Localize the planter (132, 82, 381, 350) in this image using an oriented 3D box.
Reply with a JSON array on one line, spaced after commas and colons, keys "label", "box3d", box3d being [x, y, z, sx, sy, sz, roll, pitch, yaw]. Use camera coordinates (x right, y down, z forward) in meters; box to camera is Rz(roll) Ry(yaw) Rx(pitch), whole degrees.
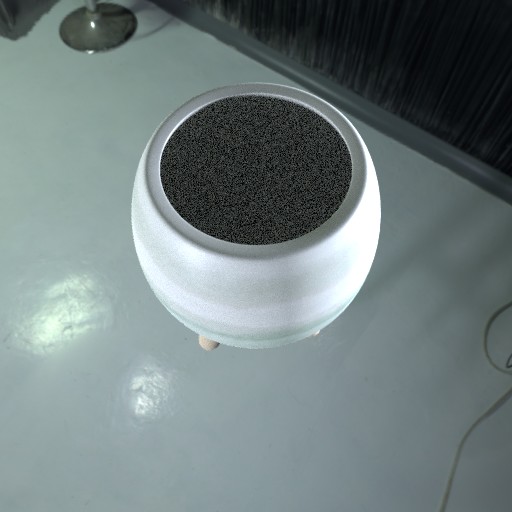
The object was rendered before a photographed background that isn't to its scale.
[{"label": "planter", "box3d": [0.000, 0.000, 0.341, 0.161, 0.224, 0.161, 0, 62, 0]}]
